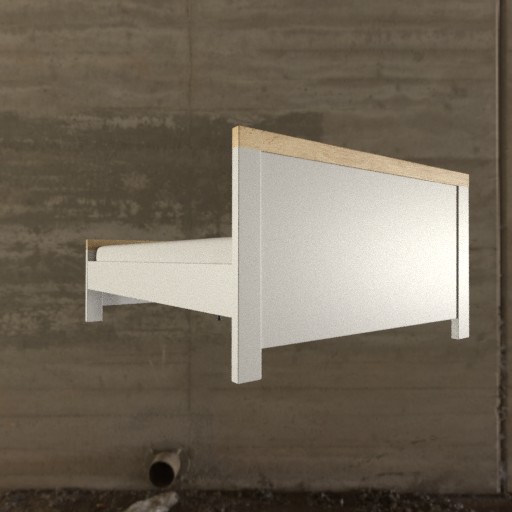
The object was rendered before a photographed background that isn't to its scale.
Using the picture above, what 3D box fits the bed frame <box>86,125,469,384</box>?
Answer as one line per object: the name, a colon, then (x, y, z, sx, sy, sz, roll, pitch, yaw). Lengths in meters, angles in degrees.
bed frame: (0.000, 0.000, 2.993, 1.670, 0.980, 2.050, 0, 0, -36)
